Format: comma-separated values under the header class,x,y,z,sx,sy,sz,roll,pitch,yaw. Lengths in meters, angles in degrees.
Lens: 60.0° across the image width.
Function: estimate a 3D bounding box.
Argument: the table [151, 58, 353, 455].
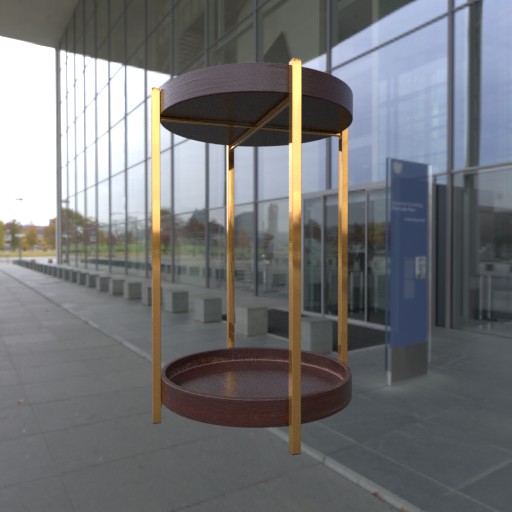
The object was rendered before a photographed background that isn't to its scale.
class,x,y,z,sx,sy,sz,roll,pitch,yaw
table,0.000,0.000,0.871,0.400,0.610,0.400,0,1,-18
